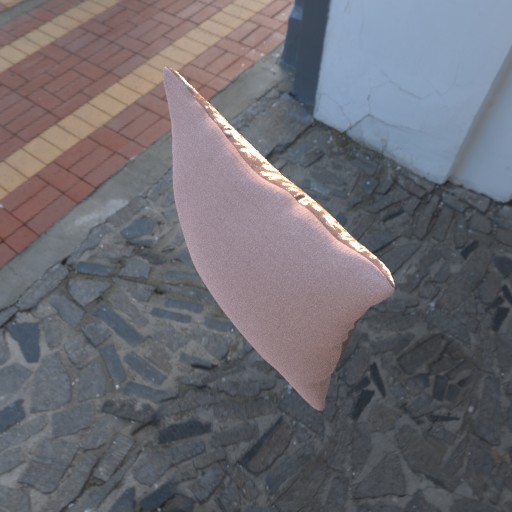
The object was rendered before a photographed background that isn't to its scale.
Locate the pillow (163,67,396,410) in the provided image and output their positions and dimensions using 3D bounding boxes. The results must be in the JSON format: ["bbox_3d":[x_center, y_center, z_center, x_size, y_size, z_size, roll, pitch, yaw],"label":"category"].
[{"bbox_3d":[0.000,0.000,0.746,0.175,0.464,0.470,-31,63,-18],"label":"pillow"}]
